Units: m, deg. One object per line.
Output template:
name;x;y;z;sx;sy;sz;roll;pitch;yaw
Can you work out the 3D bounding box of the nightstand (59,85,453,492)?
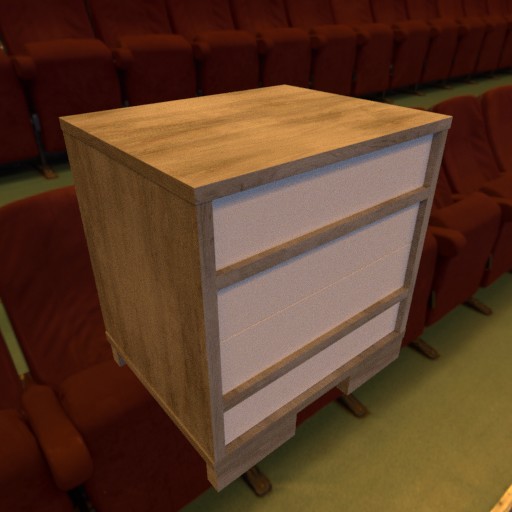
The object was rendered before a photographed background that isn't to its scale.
nightstand;0.000;0.000;0.729;0.427;0.448;0.347;-22;37;-33
